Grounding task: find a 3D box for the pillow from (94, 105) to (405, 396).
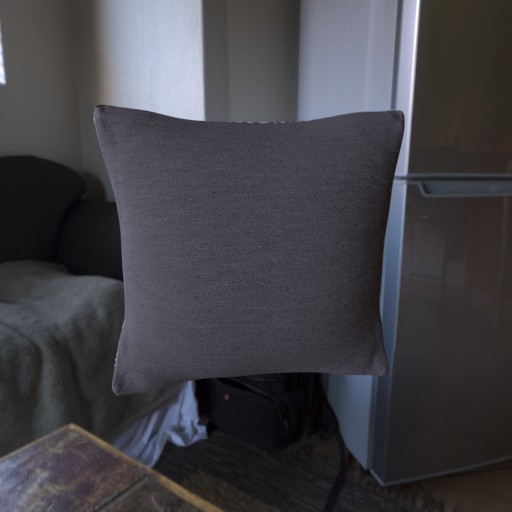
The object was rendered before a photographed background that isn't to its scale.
[{"bbox_3d":[0.000,0.000,0.651,0.436,0.417,0.148,-2,13,-8],"label":"pillow"}]
